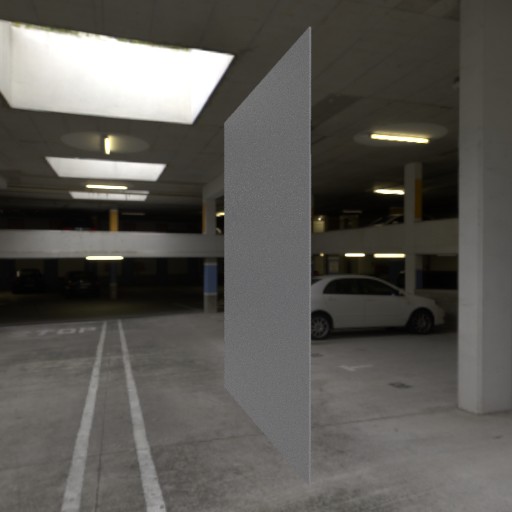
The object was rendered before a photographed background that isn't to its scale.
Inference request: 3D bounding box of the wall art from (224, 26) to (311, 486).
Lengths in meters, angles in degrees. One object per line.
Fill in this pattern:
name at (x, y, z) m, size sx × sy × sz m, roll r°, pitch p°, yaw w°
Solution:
wall art at (0.000, 0.000, 0.805) m, size 0.003 × 0.609 × 0.457 m, roll 0°, pitch 0°, yaw -18°
